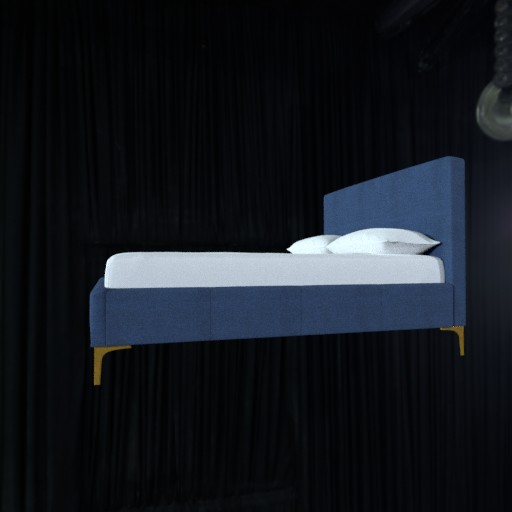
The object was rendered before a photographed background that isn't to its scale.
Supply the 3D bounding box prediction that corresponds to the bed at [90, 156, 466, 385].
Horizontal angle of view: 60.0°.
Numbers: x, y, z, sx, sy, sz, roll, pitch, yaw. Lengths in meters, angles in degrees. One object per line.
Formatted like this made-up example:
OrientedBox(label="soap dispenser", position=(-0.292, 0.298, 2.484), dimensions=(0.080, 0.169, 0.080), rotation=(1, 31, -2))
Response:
OrientedBox(label="bed", position=(0.000, 0.000, 3.193), dimensions=(2.172, 1.231, 1.723), rotation=(0, -1, -18))
